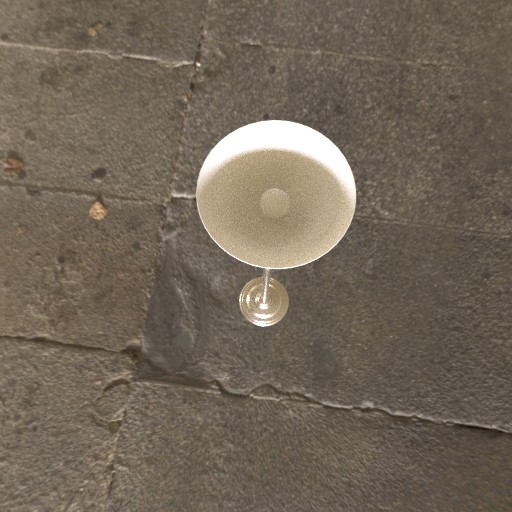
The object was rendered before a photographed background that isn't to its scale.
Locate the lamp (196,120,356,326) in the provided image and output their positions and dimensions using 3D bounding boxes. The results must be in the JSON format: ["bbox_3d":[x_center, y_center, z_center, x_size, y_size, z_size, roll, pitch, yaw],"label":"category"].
[{"bbox_3d":[0.000,0.000,2.004,0.405,1.785,0.575,-36,78,-9],"label":"lamp"}]
